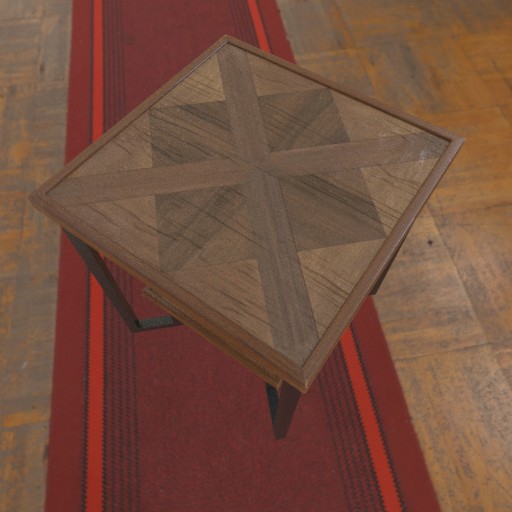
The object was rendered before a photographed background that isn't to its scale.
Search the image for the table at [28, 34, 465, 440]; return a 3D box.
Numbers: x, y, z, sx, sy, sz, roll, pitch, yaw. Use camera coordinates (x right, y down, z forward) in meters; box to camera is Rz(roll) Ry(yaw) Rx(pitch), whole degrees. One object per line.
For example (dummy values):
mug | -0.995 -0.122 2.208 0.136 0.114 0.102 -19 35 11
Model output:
table | 0.000 0.000 0.949 0.503 0.563 0.503 31 64 17
